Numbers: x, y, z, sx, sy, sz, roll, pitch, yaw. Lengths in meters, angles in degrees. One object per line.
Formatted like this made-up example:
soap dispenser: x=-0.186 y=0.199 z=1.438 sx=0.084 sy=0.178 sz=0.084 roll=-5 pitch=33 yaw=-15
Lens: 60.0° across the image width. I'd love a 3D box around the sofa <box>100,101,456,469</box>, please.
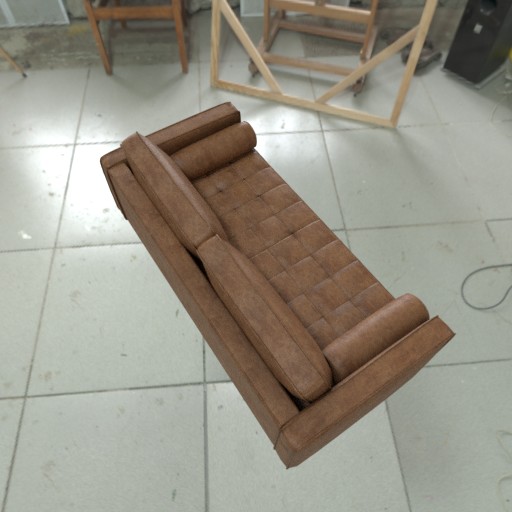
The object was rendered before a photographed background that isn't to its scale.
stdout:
sofa: x=0.000 y=0.000 z=2.424 sx=0.924 sy=0.825 sz=1.920 roll=-30 pitch=62 yaw=-17
